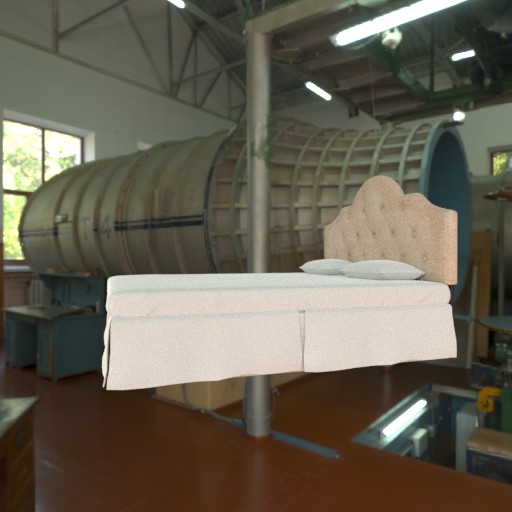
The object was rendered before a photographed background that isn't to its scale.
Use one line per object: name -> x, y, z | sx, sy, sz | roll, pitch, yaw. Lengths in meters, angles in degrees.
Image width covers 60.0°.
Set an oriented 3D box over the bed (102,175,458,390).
bed -> 0.000, 0.000, 3.019 | 1.970, 1.194, 1.667 | 0, 0, -18
